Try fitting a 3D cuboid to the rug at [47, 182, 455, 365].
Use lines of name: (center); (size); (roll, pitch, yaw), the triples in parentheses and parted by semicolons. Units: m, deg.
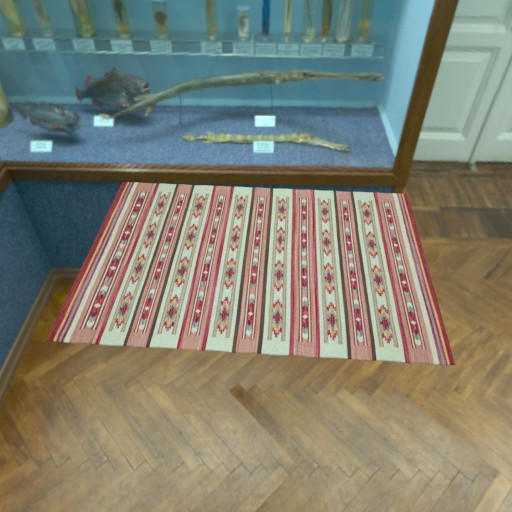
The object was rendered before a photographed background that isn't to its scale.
rug: (0.000, 0.000, 2.390); (1.817, 0.008, 1.223); (3, 45, 3)
